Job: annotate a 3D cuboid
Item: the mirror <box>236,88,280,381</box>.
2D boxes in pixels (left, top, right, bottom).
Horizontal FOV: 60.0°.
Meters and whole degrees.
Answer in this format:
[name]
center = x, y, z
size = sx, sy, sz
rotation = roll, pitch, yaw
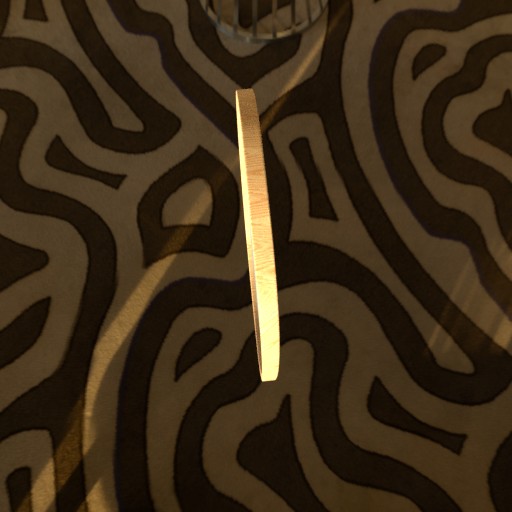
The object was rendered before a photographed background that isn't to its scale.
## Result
[mirror]
center = 0.000, 0.000, 1.332
size = 0.037, 1.075, 0.724
rotation = -5, 74, -2
